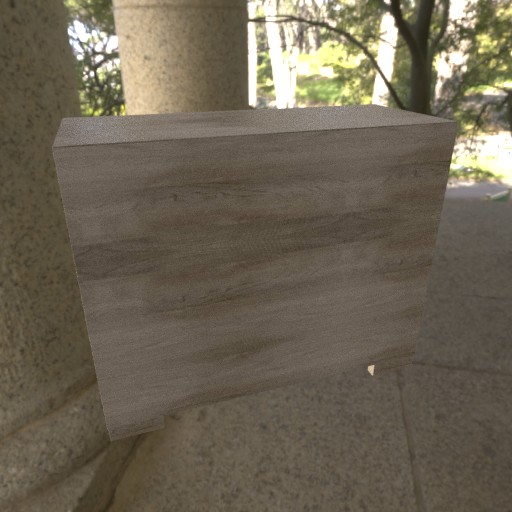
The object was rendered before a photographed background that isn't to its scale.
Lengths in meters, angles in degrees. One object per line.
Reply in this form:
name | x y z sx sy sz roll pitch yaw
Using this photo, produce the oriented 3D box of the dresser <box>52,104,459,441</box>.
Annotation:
dresser | 0.000 0.000 1.373 0.994 0.816 0.404 -8 27 -17
